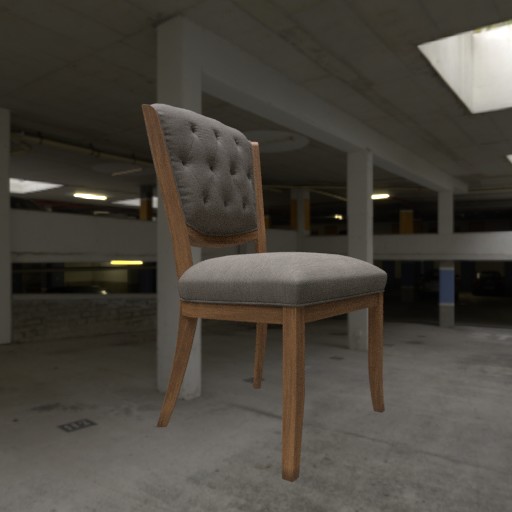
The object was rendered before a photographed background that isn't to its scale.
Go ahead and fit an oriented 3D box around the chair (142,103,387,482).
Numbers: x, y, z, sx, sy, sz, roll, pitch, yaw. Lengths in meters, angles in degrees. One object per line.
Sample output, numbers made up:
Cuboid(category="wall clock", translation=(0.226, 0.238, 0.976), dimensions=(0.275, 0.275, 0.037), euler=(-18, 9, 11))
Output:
Cuboid(category="chair", translation=(0.000, 0.000, 1.259), dimensions=(0.584, 0.905, 0.513), euler=(0, 0, 37))
